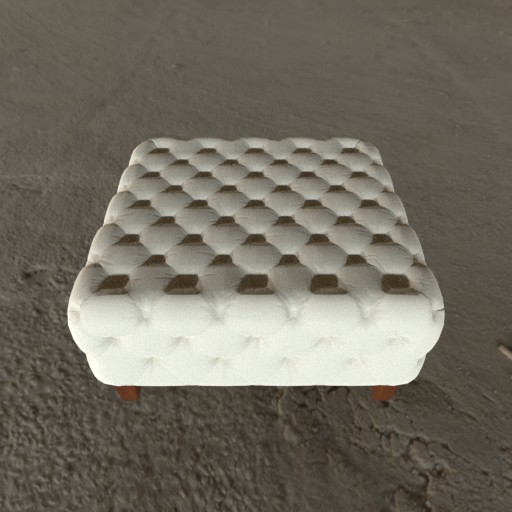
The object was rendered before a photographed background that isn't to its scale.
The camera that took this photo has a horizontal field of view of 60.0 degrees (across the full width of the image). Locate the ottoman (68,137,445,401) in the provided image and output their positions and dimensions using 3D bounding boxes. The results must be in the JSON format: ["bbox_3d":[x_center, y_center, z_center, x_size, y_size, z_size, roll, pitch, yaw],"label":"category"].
[{"bbox_3d":[0.000,0.000,1.214,0.753,0.376,0.755,0,41,0],"label":"ottoman"}]
